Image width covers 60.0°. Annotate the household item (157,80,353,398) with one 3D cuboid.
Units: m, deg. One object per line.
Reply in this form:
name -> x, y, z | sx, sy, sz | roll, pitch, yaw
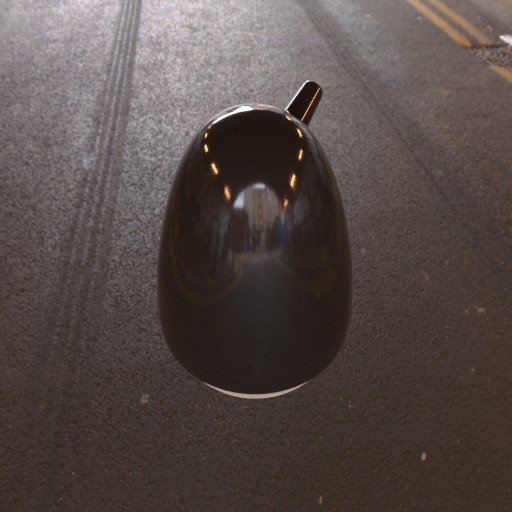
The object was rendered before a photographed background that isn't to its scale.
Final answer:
household item -> 0.000, 0.000, 0.215 | 0.102, 0.152, 0.104 | 23, 50, 21
